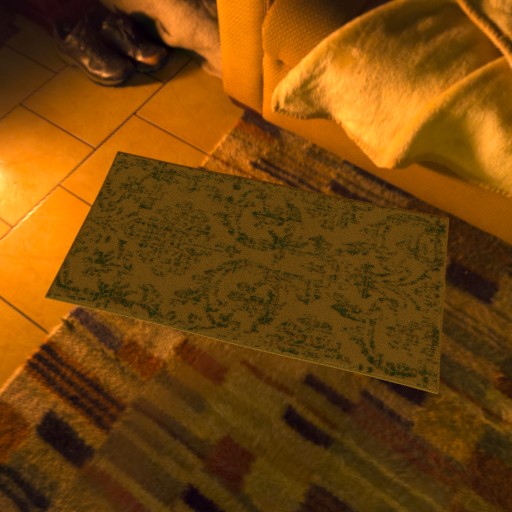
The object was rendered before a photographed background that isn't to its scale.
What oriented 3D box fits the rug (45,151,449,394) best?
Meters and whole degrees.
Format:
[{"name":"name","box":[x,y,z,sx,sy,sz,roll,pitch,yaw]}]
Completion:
[{"name":"rug","box":[0.000,0.000,1.457,1.220,0.007,0.605,12,64,6]}]
